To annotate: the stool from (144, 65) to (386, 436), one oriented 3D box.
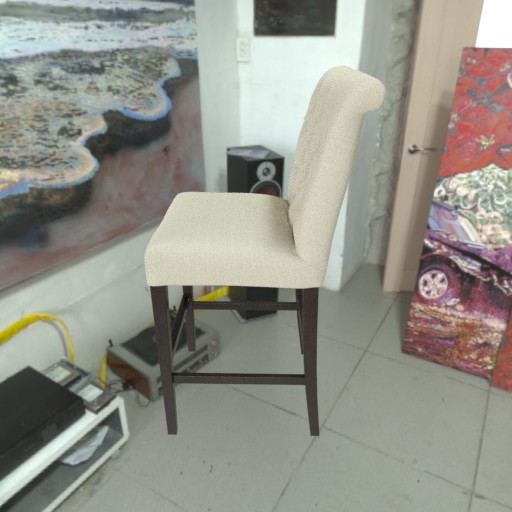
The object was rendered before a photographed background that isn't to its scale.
[{"bbox_3d":[0.000,0.000,1.436,0.610,1.118,0.482,0,26,1],"label":"stool"}]
